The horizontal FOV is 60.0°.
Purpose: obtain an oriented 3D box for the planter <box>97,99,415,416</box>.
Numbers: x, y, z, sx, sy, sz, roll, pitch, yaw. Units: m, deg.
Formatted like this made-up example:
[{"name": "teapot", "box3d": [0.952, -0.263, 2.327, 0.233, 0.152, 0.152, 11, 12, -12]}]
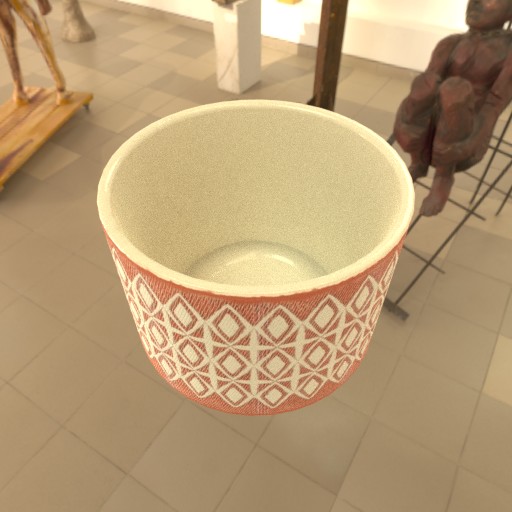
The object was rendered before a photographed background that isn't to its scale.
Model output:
[{"name": "planter", "box3d": [0.000, 0.000, 0.328, 0.192, 0.148, 0.192, 0, 46, 0]}]
